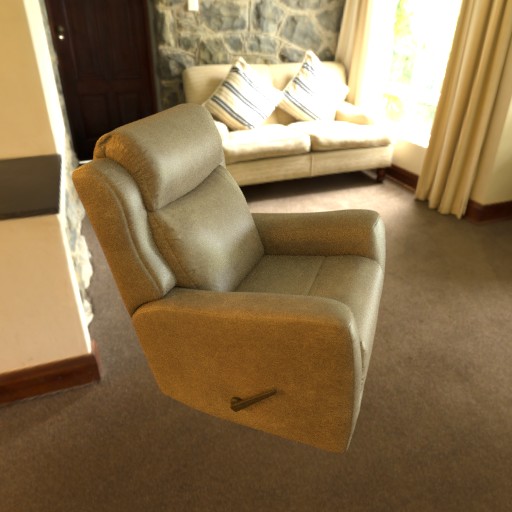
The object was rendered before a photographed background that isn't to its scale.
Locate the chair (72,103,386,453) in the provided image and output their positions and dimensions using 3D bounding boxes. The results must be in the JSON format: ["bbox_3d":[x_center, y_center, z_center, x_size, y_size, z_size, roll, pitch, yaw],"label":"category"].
[{"bbox_3d":[0.000,0.000,1.898,1.068,1.116,0.967,10,31,17],"label":"chair"}]
